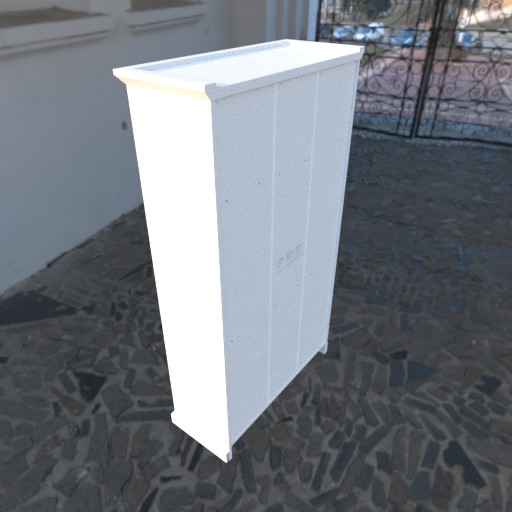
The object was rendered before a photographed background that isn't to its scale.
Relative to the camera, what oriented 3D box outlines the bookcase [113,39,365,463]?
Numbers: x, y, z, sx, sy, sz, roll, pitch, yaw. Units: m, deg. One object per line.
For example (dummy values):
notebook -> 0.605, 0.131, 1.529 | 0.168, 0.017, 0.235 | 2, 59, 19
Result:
bookcase -> 0.000, 0.000, 2.264 | 0.432, 1.880, 1.050 | 23, 39, 31
